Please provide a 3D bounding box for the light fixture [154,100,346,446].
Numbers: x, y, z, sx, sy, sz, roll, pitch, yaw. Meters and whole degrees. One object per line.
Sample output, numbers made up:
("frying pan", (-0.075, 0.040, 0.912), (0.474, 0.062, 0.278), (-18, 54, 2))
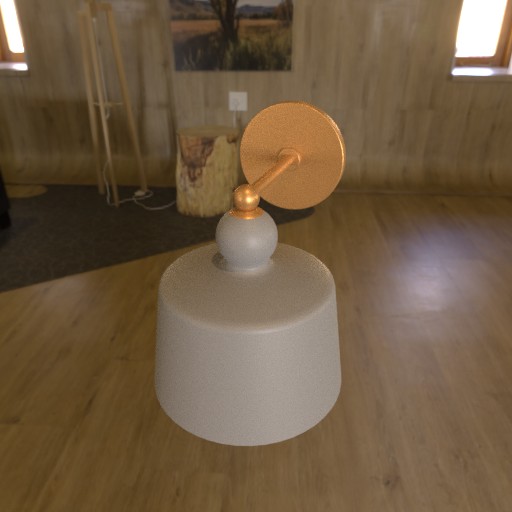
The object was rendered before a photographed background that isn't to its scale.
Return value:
("light fixture", (0.000, 0.000, 0.453), (0.204, 0.268, 0.254), (10, 29, 18))
